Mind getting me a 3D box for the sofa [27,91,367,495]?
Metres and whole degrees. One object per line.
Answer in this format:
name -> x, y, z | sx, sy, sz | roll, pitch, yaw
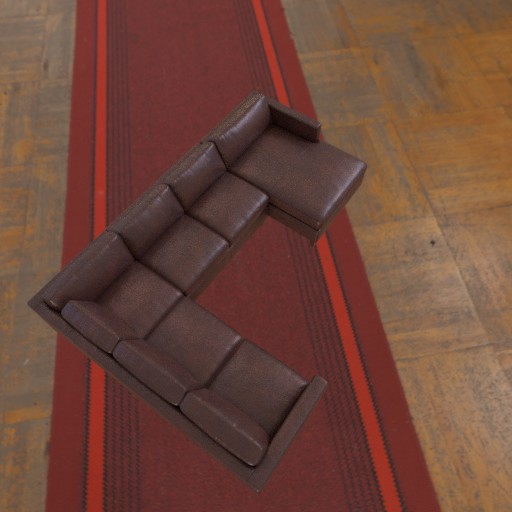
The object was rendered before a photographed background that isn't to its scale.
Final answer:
sofa -> 0.000, 0.000, 4.344 | 2.452, 0.891, 3.324 | 32, 64, 17
